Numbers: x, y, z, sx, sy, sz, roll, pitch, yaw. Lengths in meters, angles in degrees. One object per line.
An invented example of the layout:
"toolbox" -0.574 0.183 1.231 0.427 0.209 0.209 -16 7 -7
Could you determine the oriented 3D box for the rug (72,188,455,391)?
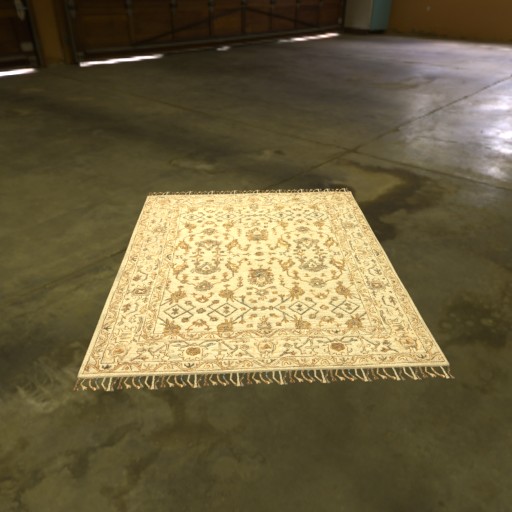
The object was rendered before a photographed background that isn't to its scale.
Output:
"rug" 0.000 0.000 4.063 2.426 0.034 3.061 -1 32 -2
